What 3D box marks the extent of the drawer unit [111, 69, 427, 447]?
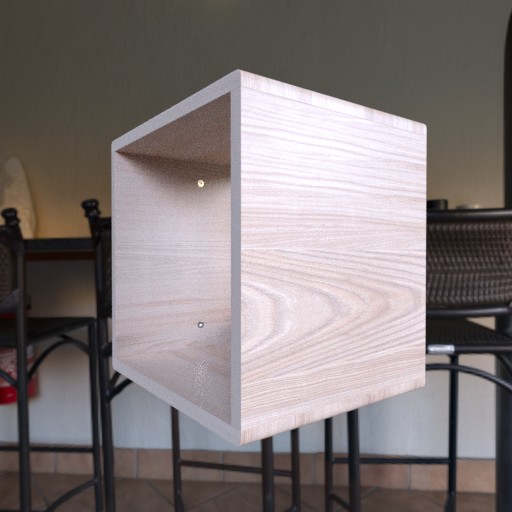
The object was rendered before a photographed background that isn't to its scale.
[{"bbox_3d":[0.000,0.000,0.623,0.290,0.344,0.344,-1,1,-37],"label":"drawer unit"}]
